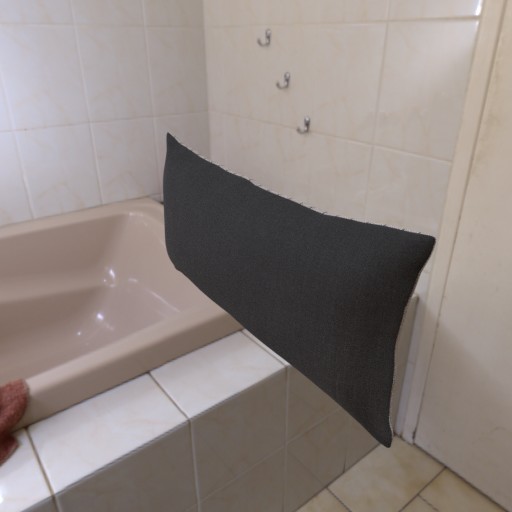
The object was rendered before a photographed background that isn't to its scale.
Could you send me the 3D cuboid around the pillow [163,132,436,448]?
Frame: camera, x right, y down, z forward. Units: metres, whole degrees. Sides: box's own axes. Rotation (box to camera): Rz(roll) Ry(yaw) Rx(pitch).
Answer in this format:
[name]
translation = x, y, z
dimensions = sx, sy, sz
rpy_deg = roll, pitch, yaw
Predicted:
[pillow]
translation = 0.000, 0.000, 0.723
dimensions = 0.151, 0.305, 0.609
rpy_deg = -17, 31, -32
